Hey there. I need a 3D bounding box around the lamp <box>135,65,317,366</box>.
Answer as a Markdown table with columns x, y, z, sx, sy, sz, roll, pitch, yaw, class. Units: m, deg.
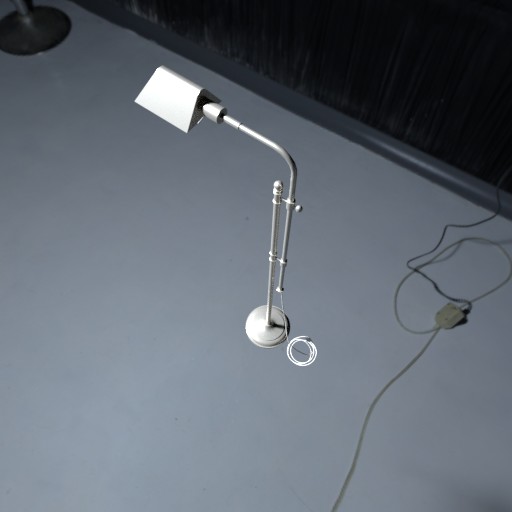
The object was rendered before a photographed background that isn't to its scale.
| x | y | z | sx | sy | sz | roll | pitch | yaw | class |
| --- | --- | --- | --- | --- | --- | --- | --- | --- | --- |
| 0.000 | 0.000 | 1.887 | 0.813 | 1.571 | 0.256 | 34 | 67 | 16 | lamp |
